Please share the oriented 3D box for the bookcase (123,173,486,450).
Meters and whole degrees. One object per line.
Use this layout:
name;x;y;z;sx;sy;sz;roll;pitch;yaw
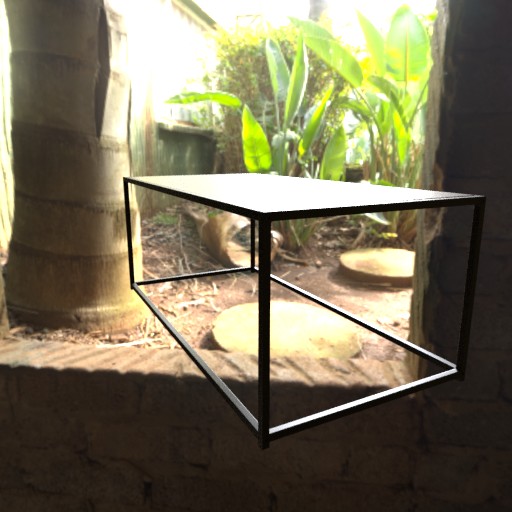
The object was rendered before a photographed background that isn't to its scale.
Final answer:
bookcase;0.000;0.000;1.234;0.500;0.400;1.000;-7;15;-27
